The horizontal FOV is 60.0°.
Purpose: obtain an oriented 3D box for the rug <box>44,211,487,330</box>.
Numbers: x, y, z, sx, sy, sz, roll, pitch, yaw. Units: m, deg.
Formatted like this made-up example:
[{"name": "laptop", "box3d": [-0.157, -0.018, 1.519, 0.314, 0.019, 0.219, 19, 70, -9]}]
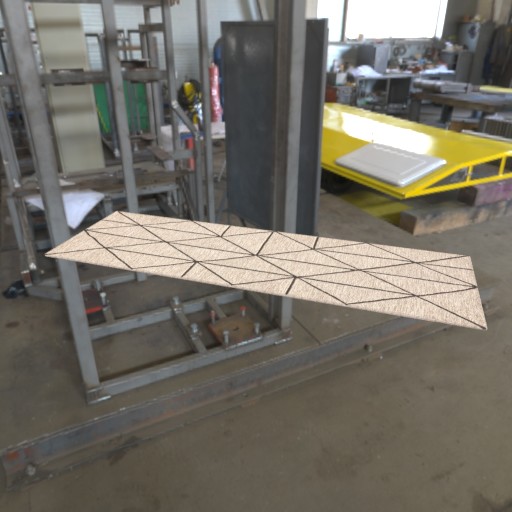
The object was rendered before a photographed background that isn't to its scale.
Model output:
[{"name": "rug", "box3d": [0.000, 0.000, 2.655, 2.438, 0.012, 0.762, 8, 28, 16]}]
